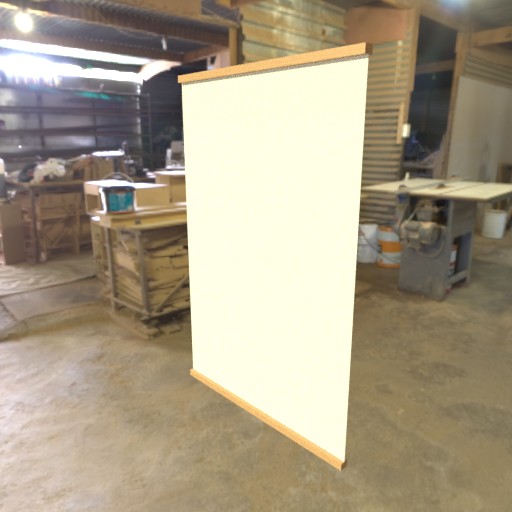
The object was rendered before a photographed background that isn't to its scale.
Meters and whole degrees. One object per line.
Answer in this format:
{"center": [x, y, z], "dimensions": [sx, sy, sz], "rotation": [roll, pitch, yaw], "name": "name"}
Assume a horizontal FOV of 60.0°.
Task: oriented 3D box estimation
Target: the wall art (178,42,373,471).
{"center": [0.000, 0.000, 1.871], "dimensions": [0.040, 1.510, 0.991], "rotation": [-14, 20, -42], "name": "wall art"}
